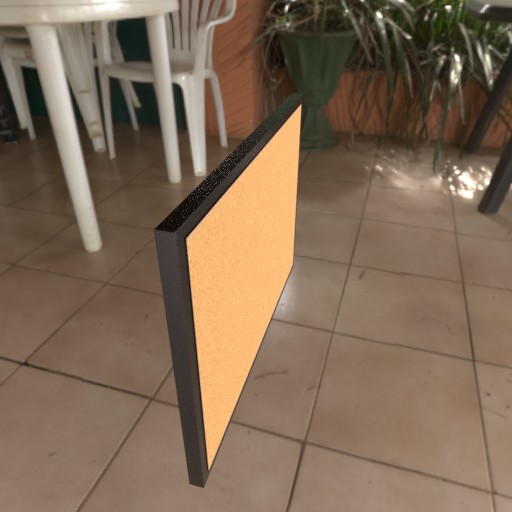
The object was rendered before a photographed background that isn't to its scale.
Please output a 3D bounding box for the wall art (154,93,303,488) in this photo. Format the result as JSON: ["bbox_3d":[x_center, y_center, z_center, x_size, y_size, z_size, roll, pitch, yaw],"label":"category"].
[{"bbox_3d":[0.000,0.000,0.841,0.027,0.458,0.657,9,33,14],"label":"wall art"}]
